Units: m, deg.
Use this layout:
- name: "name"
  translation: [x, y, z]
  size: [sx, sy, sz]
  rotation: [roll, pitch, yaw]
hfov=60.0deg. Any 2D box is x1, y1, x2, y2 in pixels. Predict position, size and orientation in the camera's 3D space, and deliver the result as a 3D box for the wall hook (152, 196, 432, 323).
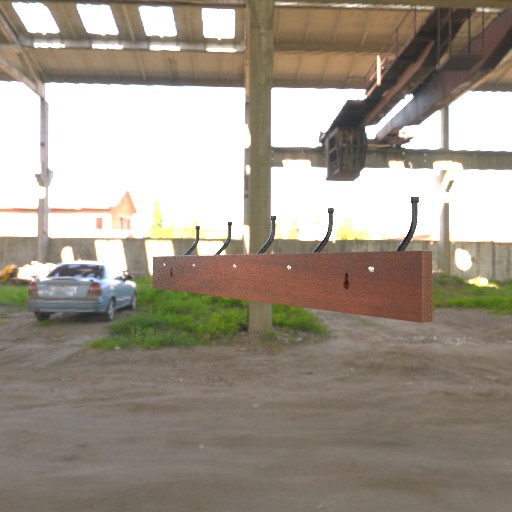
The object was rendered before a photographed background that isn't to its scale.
- name: "wall hook"
  translation: [0.000, 0.000, 0.618]
  size: [0.071, 0.117, 0.571]
  rotation: [0, -1, -35]
